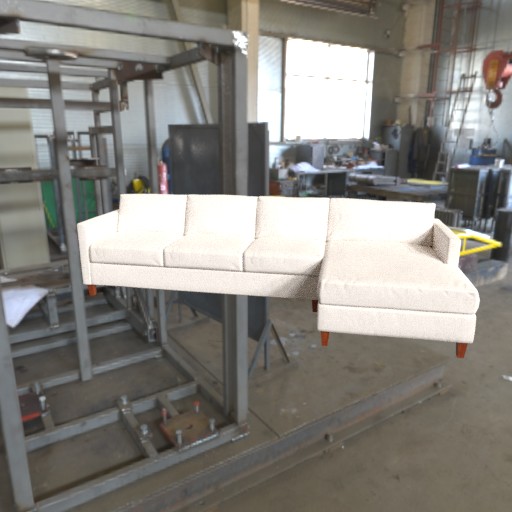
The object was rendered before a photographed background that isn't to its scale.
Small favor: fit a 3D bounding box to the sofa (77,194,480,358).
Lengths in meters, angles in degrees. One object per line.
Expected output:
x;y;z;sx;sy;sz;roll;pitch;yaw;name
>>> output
0.000;0.000;4.110;3.471;0.954;1.606;3;16;11;sofa
